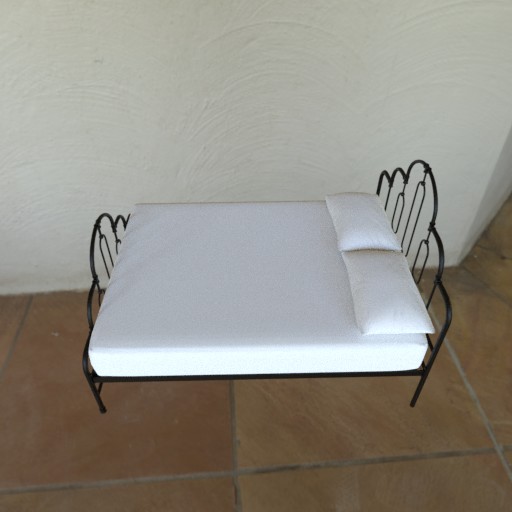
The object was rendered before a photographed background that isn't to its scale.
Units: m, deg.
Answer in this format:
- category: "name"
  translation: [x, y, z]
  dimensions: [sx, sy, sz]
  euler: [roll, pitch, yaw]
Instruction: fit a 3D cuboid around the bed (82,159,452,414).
- category: "bed"
  translation: [0.000, 0.000, 3.209]
  dimensions: [2.181, 1.444, 1.626]
  euler: [-1, 41, -1]
